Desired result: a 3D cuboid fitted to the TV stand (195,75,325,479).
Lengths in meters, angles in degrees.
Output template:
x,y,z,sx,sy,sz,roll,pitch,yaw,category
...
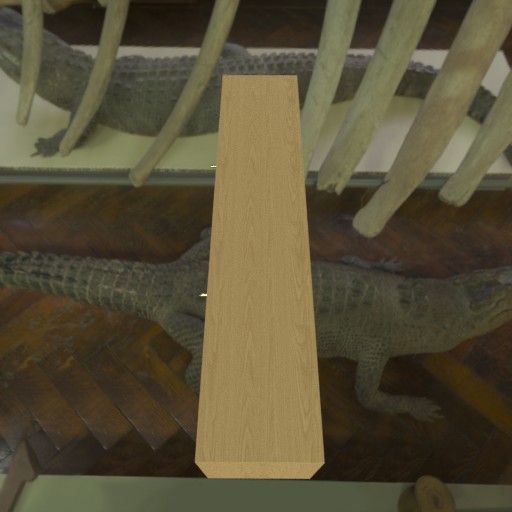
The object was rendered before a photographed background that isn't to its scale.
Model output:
x,y,z,sx,sy,sz,roll,pitch,yaw,category
0.000,0.000,1.980,0.400,0.580,1.760,0,58,0,TV stand
